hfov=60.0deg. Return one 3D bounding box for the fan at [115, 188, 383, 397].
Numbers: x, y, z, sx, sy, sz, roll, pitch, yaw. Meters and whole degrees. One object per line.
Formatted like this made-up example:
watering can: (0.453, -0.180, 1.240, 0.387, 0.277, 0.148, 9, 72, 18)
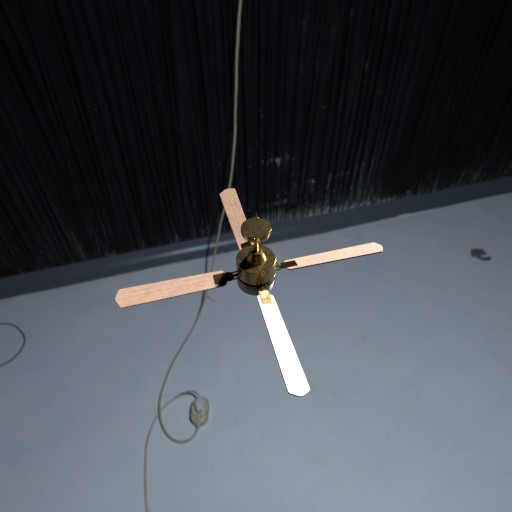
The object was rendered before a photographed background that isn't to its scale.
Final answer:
fan: (0.000, 0.000, 2.050, 1.320, 0.355, 1.320, -11, 47, -10)
